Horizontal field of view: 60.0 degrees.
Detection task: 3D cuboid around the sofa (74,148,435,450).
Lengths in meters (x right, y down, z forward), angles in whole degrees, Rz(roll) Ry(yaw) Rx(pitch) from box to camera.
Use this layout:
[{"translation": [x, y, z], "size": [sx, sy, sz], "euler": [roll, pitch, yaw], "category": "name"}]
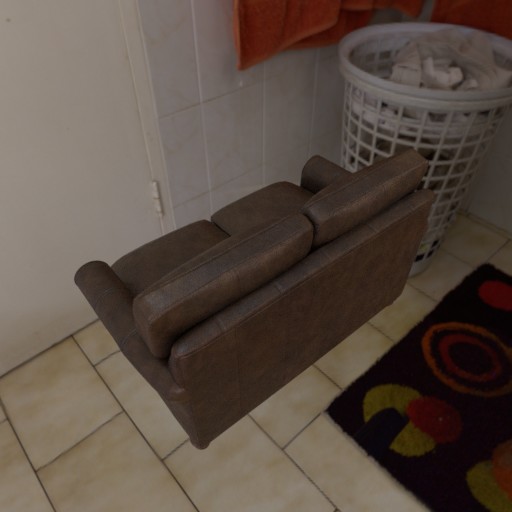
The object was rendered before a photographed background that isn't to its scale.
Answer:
[{"translation": [0.000, 0.000, 2.258], "size": [1.616, 0.976, 0.990], "euler": [-30, 51, -27], "category": "sofa"}]
